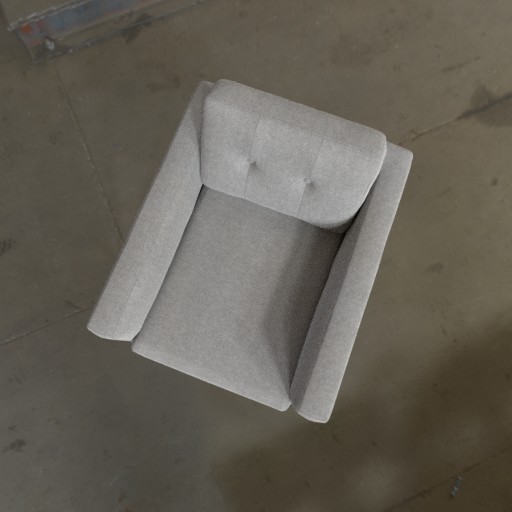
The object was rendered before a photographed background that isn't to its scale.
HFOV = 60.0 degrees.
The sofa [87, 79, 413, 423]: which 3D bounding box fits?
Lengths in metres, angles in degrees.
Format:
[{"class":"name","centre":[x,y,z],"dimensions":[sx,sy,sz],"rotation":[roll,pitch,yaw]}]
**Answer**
[{"class":"sofa","centre":[0.000,0.000,1.562],"dimensions":[0.770,0.860,0.920],"rotation":[20,78,5]}]
